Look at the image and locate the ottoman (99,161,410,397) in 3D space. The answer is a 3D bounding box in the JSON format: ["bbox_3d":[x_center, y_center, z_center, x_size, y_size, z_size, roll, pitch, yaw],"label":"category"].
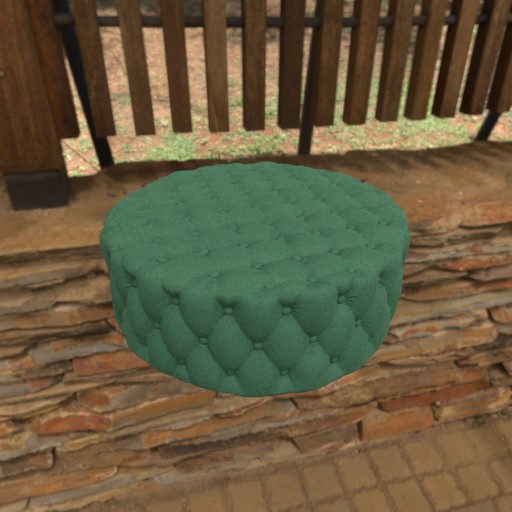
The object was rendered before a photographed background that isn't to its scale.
[{"bbox_3d":[0.000,0.000,1.550,0.998,0.399,0.998,0,30,0],"label":"ottoman"}]
